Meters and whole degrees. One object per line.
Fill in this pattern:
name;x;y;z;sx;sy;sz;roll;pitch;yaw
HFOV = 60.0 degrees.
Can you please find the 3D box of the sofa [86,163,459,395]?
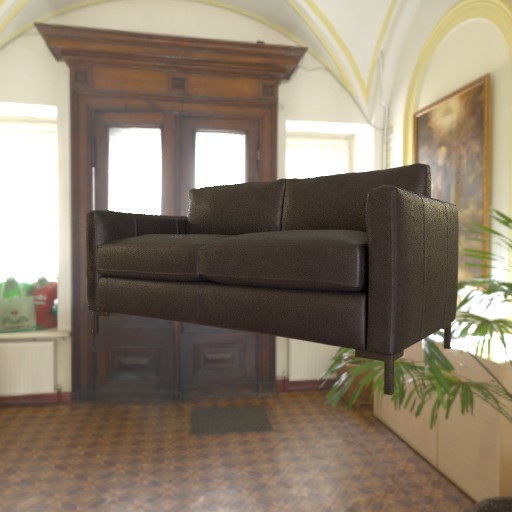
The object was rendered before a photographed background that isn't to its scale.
sofa;0.000;0.000;2.284;1.805;0.883;0.947;1;2;34
